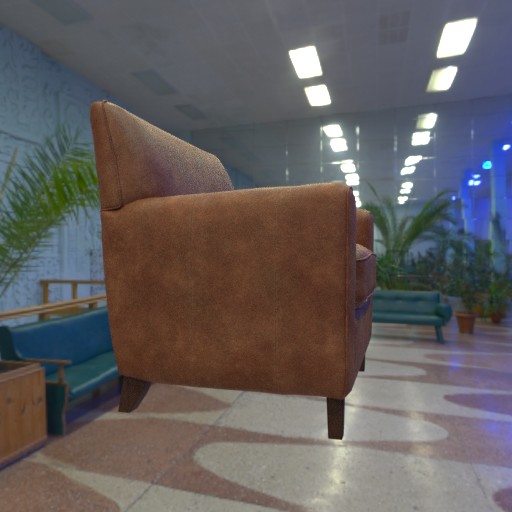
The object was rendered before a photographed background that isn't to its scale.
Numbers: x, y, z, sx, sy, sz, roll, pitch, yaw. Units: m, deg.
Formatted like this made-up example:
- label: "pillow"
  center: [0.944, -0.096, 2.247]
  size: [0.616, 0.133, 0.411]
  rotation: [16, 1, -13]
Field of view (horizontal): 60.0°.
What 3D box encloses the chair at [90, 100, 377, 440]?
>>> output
- label: "chair"
  center: [0.000, 0.000, 1.596]
  size: [0.823, 0.943, 0.870]
  rotation: [0, 1, 18]
